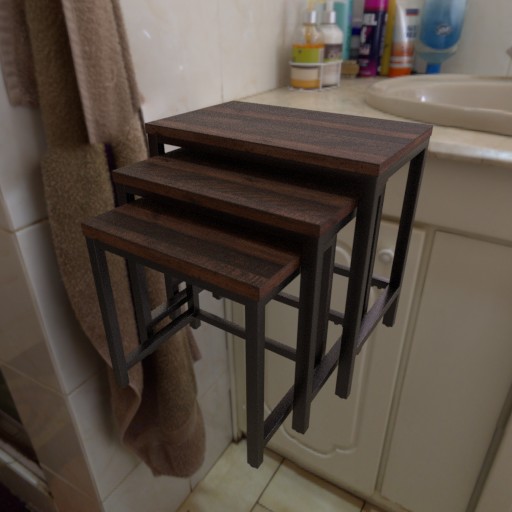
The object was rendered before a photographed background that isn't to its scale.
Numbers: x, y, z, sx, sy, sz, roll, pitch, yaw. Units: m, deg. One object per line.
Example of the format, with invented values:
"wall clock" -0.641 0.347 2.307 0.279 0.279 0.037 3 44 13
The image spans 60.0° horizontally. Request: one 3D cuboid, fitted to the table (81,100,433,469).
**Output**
"table" 0.000 0.000 1.144 0.608 0.616 0.660 18 34 29
